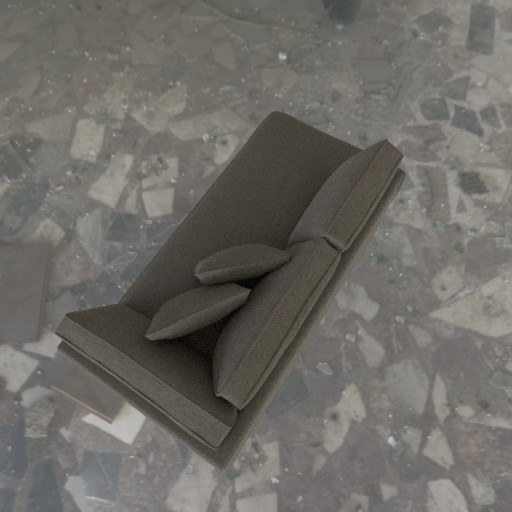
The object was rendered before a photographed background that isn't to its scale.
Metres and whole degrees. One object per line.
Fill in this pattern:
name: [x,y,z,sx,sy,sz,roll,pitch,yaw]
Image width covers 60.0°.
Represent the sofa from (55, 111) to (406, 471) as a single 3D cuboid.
sofa: [0.000,0.000,2.820,1.110,1.033,2.237,31,69,13]
